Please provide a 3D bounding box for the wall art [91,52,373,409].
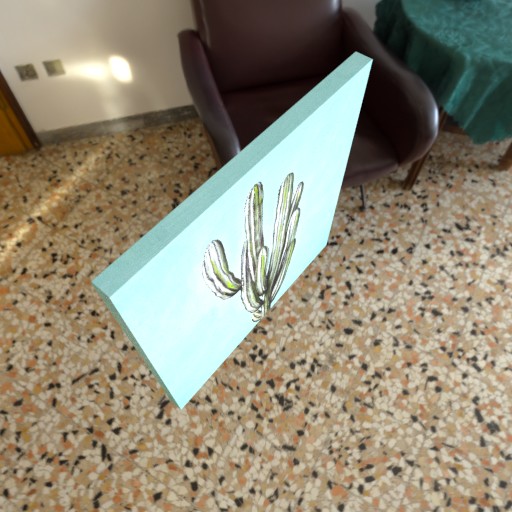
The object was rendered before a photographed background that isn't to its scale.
[{"bbox_3d":[0.000,0.000,0.921,0.036,0.603,0.603,35,65,19],"label":"wall art"}]
